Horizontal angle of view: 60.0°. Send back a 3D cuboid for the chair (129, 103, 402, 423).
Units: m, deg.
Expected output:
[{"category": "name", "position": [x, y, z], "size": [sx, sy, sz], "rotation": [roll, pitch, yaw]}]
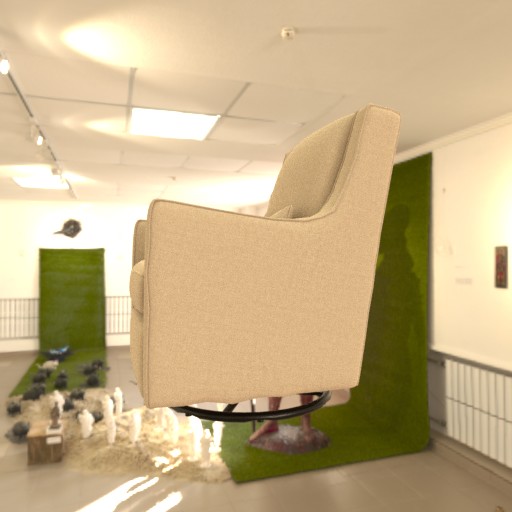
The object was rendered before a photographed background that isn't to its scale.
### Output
[{"category": "chair", "position": [0.000, 0.000, 1.623], "size": [0.879, 0.993, 0.732], "rotation": [0, -1, -19]}]
